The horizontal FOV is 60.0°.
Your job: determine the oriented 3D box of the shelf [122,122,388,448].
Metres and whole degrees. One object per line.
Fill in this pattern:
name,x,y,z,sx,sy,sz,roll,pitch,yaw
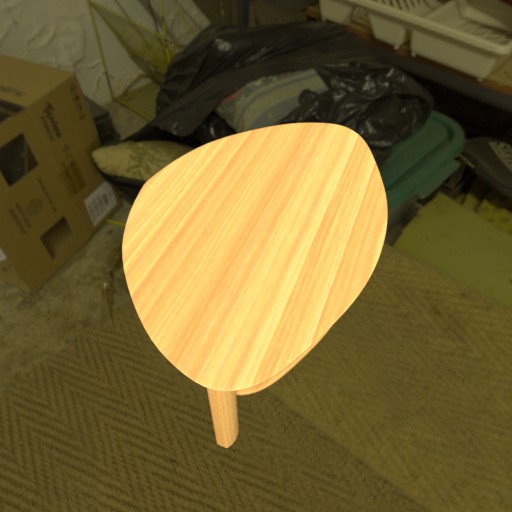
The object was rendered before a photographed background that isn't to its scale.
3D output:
shelf,0.000,0.000,1.639,0.845,0.440,1.246,16,50,14
